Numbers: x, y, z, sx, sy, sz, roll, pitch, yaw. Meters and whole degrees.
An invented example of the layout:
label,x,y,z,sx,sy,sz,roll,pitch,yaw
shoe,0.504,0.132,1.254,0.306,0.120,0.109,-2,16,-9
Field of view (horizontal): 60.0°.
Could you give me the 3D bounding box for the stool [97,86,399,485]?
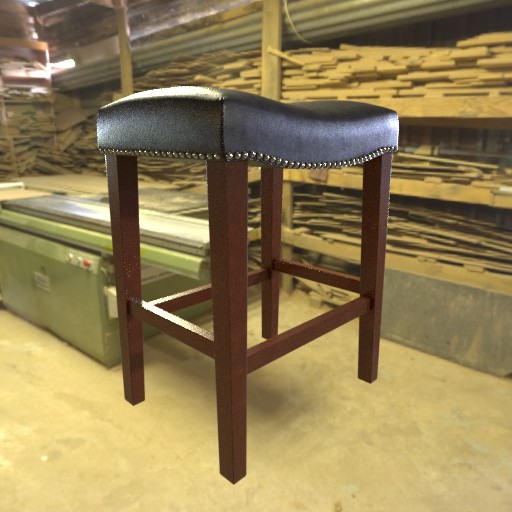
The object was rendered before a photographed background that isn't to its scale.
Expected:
label,x,y,z,sx,sy,sz,roll,pitch,yaw
stool,0.000,0.000,0.959,0.372,0.654,0.504,14,21,43
